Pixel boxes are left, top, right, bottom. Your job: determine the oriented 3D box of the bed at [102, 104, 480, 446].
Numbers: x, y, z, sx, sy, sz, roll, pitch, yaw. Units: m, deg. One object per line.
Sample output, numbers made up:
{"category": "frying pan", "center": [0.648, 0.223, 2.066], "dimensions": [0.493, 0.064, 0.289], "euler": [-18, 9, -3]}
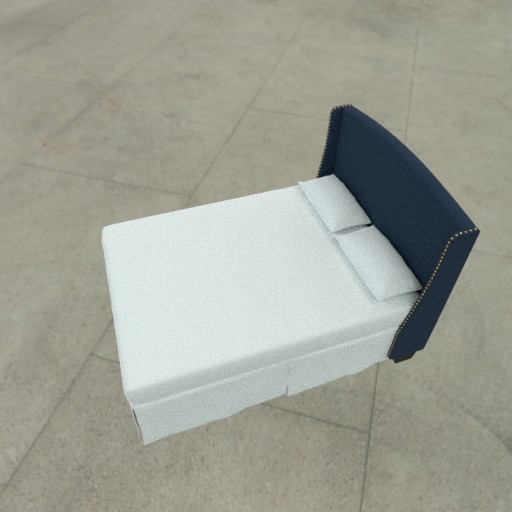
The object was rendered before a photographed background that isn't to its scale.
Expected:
{"category": "bed", "center": [0.000, 0.000, 3.231], "dimensions": [2.223, 1.402, 1.604], "euler": [-14, 47, -13]}
